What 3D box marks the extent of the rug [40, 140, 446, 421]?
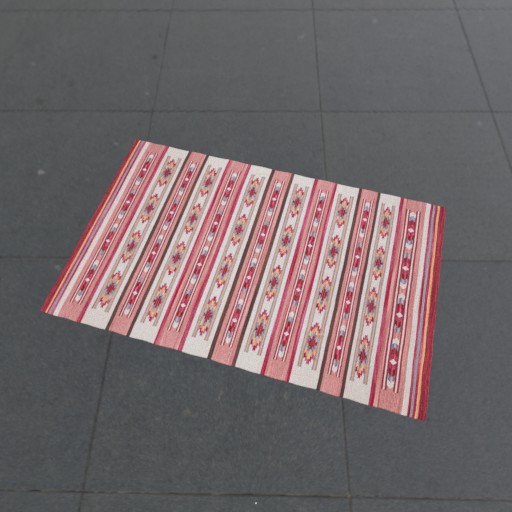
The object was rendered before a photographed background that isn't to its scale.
[{"bbox_3d":[0.000,0.000,3.024,2.431,0.010,1.535,14,62,8],"label":"rug"}]
